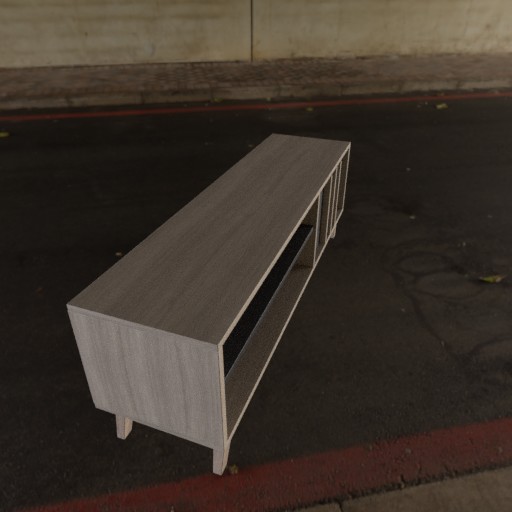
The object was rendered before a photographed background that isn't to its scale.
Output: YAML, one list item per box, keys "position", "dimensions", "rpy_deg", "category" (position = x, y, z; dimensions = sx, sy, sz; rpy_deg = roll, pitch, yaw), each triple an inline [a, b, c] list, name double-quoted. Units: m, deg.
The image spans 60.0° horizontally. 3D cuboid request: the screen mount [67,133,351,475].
- position: [0.000, 0.000, 1.722]
  dimensions: [0.401, 0.509, 1.500]
  rpy_deg: [11, 33, 18]
  category: "screen mount"
